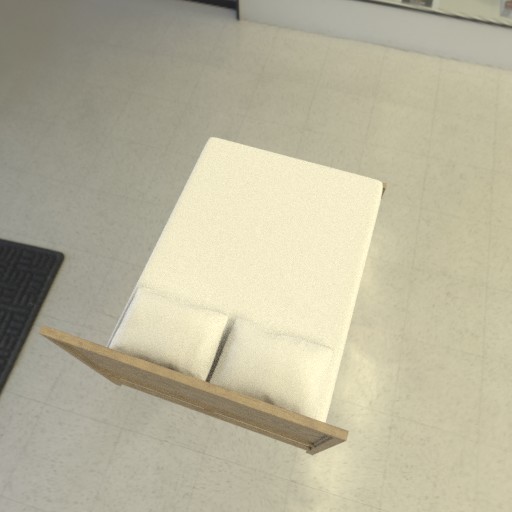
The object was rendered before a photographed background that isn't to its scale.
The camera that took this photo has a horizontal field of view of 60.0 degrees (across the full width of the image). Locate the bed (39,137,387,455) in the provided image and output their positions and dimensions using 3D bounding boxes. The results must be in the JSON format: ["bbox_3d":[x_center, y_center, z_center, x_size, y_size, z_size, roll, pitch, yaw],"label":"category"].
[{"bbox_3d":[0.000,0.000,3.225,1.606,1.369,2.189,17,64,8],"label":"bed"}]
